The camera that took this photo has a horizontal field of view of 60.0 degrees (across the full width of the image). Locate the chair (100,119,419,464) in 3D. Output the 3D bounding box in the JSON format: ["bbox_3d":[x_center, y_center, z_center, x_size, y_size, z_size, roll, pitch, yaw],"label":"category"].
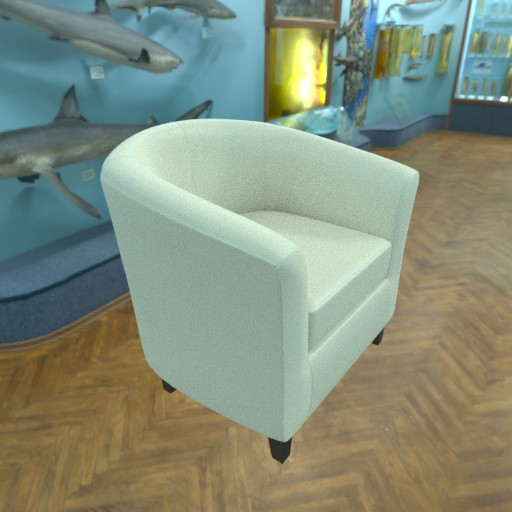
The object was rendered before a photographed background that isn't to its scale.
[{"bbox_3d":[0.000,0.000,1.401,0.727,0.756,0.792,18,32,33],"label":"chair"}]
